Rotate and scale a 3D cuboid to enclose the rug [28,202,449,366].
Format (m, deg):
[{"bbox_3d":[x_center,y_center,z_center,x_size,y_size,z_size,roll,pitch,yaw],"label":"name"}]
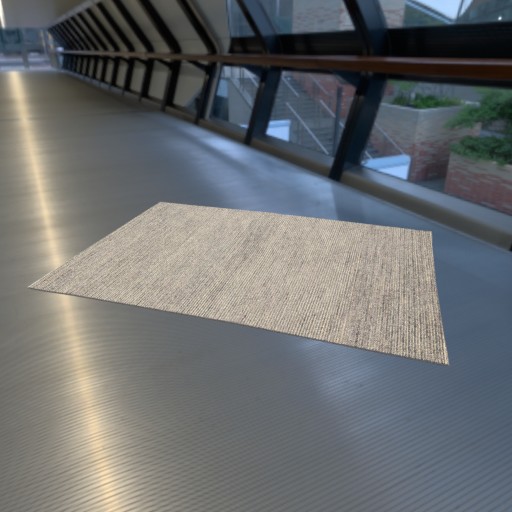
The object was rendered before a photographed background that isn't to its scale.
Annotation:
[{"bbox_3d":[0.000,0.000,2.966,2.307,0.030,1.604,8,27,16],"label":"rug"}]
